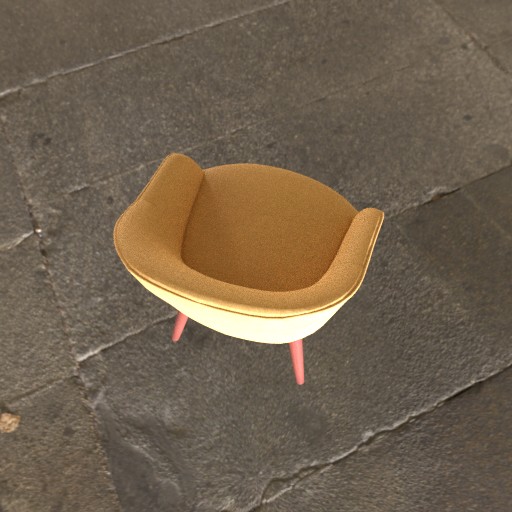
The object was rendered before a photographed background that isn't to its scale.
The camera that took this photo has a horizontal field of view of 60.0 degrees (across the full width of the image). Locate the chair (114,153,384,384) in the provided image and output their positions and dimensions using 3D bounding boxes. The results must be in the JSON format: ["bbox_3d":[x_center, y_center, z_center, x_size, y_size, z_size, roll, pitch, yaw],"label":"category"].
[{"bbox_3d":[0.000,0.000,1.269,0.596,0.823,0.635,17,65,8],"label":"chair"}]
